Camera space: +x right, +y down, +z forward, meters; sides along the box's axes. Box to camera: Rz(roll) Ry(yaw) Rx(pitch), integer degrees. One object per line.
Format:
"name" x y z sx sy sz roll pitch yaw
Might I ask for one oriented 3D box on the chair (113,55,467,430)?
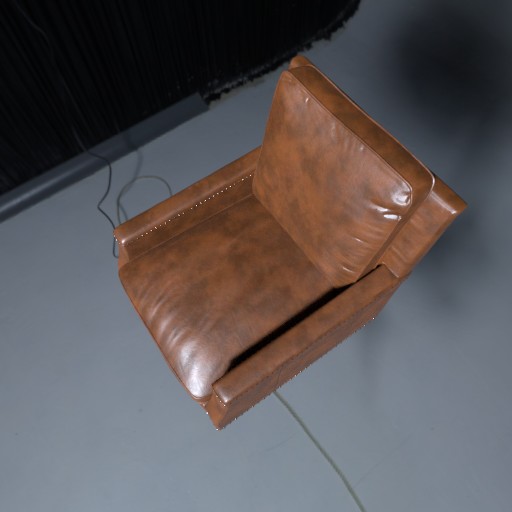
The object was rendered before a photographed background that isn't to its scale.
"chair" 0.000 0.000 1.797 1.035 1.054 0.854 -32 67 -15
